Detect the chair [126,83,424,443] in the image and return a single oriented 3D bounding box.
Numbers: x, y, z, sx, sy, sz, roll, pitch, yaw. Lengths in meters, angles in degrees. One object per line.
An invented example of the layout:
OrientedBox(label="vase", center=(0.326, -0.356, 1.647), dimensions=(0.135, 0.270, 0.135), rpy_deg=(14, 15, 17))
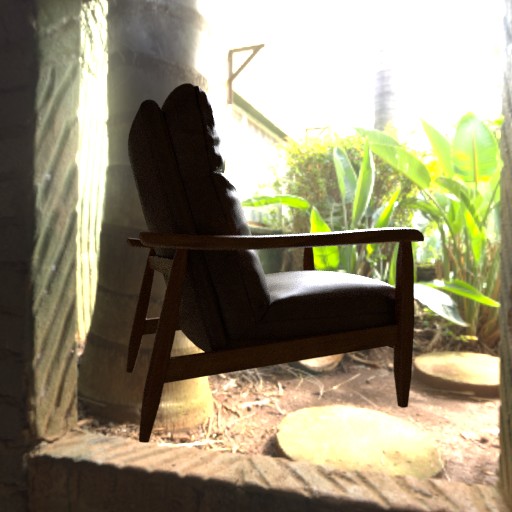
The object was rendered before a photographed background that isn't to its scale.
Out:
OrientedBox(label="chair", center=(0.000, 0.000, 1.510), dimensions=(0.830, 0.897, 0.782), rpy_deg=(0, 1, -19))
